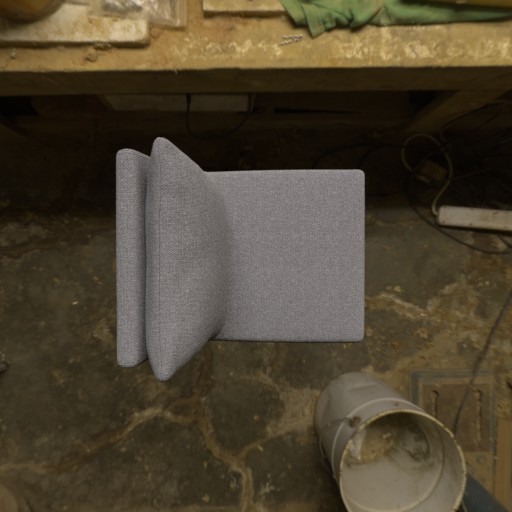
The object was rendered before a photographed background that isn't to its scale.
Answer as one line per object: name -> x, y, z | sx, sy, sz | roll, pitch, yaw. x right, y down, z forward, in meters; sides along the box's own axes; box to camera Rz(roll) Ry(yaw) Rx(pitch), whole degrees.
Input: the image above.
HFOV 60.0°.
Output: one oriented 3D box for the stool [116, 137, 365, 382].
stool -> 0.000, 0.000, 1.306 | 0.569, 1.031, 0.463 | 0, 91, -2
